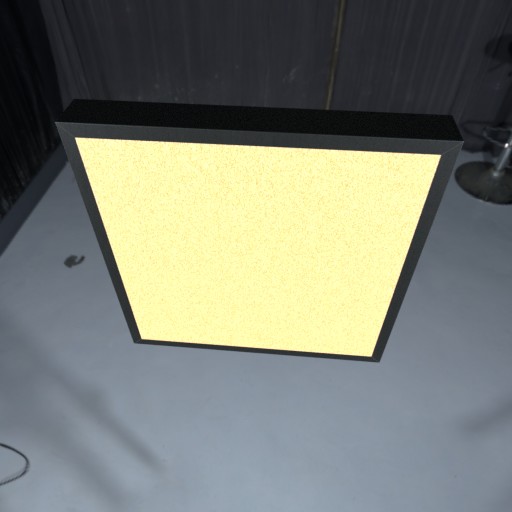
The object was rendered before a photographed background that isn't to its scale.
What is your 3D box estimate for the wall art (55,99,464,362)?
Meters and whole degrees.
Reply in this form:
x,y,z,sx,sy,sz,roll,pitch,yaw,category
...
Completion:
x,y,z,sx,sy,sz,roll,pitch,yaw,category
0.000,0.000,0.450,0.304,0.304,0.038,4,46,4,wall art
